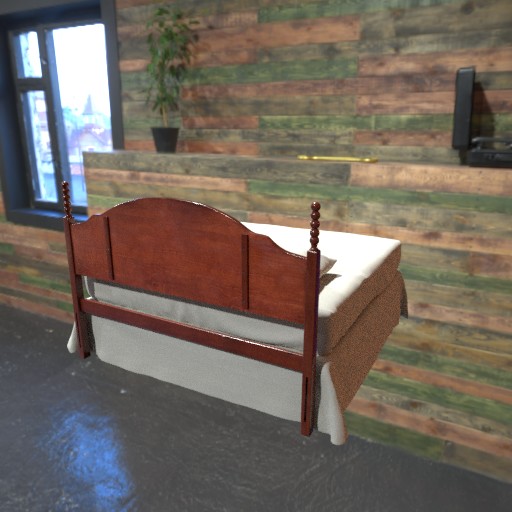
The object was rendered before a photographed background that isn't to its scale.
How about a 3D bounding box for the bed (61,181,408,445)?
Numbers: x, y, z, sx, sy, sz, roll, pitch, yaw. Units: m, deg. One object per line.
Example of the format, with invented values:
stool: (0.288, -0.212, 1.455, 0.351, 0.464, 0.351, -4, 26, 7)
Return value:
bed: (0.000, 0.000, 3.729, 2.322, 1.355, 2.219, 9, 18, 28)
